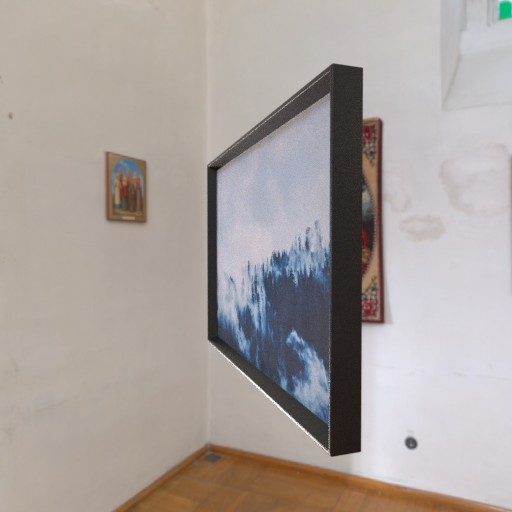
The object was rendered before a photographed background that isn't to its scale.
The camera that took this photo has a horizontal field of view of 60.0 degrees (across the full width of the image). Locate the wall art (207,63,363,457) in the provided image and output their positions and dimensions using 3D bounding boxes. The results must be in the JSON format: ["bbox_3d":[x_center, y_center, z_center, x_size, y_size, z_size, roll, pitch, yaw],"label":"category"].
[{"bbox_3d":[0.000,0.000,1.172,0.058,0.640,0.939,0,1,-19],"label":"wall art"}]
